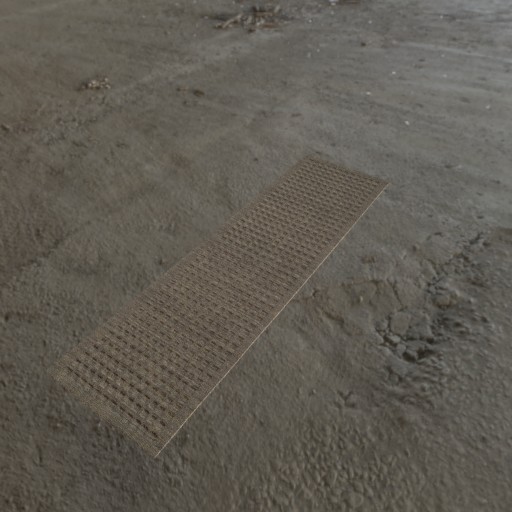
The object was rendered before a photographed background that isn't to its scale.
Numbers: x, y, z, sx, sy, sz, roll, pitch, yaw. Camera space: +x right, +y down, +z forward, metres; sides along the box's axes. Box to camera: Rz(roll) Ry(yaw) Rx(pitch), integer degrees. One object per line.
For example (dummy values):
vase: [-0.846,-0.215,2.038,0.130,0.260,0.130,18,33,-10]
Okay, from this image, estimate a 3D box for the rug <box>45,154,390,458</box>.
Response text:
rug: [0.000,0.000,2.658,0.706,0.009,2.443,25,48,25]
